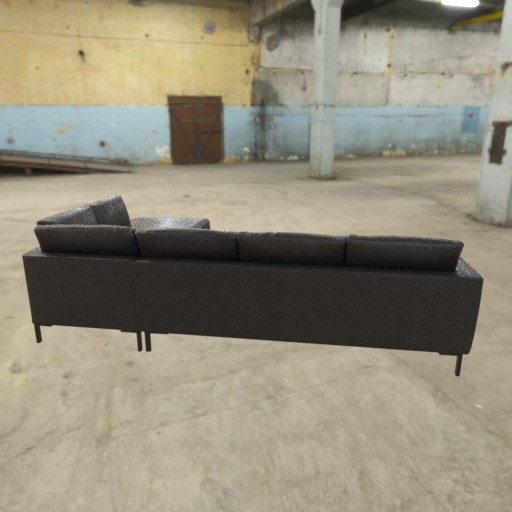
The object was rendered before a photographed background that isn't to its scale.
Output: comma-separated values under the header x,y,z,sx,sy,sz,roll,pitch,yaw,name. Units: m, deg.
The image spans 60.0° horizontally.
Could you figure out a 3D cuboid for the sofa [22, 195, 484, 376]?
x,y,z,sx,sy,sz,roll,pitch,yaw,name
0.000,0.000,3.737,2.984,0.877,1.938,2,17,8,sofa
